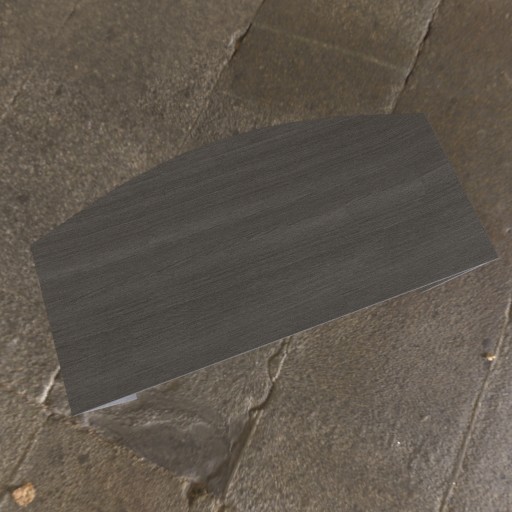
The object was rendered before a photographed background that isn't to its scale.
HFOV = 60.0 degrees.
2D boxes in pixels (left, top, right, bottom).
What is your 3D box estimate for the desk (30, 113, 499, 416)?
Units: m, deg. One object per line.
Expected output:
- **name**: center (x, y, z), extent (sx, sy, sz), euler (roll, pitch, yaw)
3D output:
- **desk**: center (0.000, 0.000, 2.007), extent (1.600, 0.750, 0.802), euler (-19, 77, -5)
